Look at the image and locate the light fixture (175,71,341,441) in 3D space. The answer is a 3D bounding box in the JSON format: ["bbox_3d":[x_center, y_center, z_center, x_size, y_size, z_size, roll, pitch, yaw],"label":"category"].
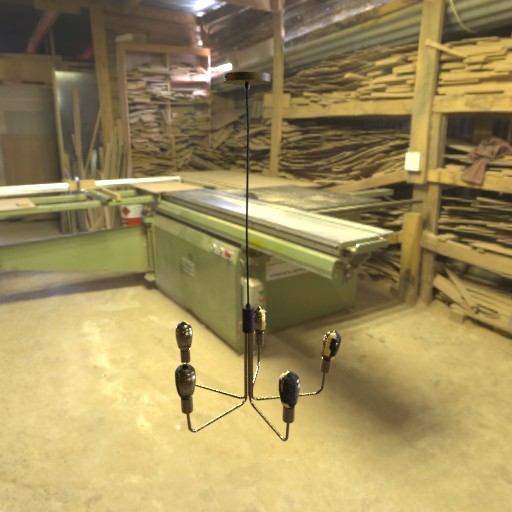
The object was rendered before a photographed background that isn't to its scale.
[{"bbox_3d":[0.000,0.000,1.384,0.588,1.059,0.532,-8,17,-27],"label":"light fixture"}]
